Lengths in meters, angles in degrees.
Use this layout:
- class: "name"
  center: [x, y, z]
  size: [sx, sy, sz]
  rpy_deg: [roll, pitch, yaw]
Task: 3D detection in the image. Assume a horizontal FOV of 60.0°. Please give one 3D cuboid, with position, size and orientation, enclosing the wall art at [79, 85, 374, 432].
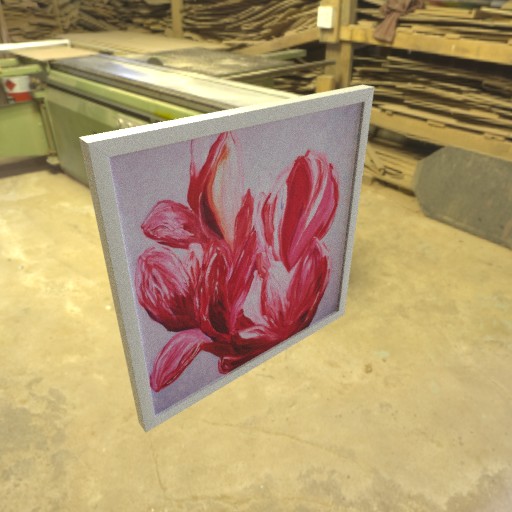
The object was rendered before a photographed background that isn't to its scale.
- class: "wall art"
  center: [0.000, 0.000, 0.694]
  size: [0.455, 0.453, 0.023]
  rpy_deg: [-23, 38, -32]
